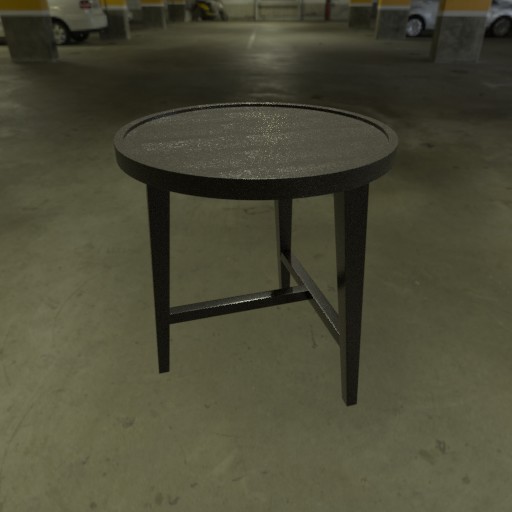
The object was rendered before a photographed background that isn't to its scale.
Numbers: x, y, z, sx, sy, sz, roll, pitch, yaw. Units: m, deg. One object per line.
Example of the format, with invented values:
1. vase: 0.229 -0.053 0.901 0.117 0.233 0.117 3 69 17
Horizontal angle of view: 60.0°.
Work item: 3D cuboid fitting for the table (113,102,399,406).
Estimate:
1. table: 0.000 0.000 0.940 0.500 0.531 0.500 0 30 0
